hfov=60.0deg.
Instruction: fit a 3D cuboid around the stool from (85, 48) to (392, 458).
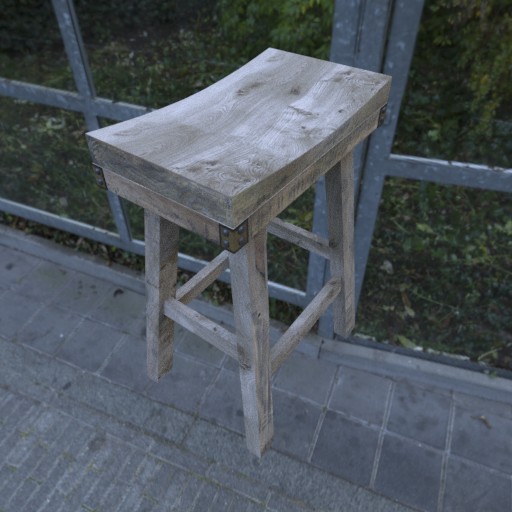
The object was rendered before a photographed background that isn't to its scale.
[{"bbox_3d":[0.000,0.000,0.888,0.330,0.635,0.450,26,48,26],"label":"stool"}]
